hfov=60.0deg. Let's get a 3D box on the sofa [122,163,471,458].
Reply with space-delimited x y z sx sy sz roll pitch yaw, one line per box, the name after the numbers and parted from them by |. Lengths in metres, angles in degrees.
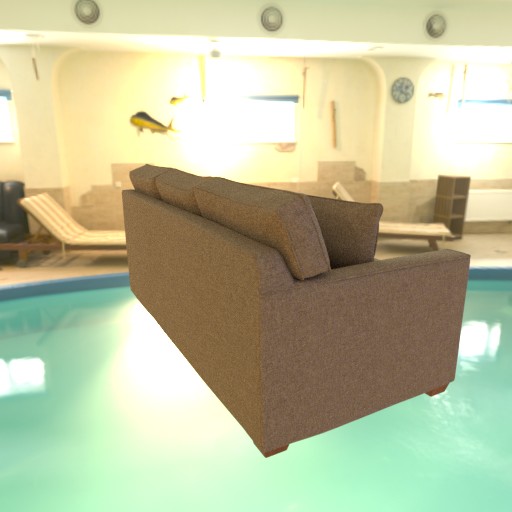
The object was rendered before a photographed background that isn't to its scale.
0.000 0.000 2.473 1.034 0.946 1.963 -8 17 -27 | sofa
